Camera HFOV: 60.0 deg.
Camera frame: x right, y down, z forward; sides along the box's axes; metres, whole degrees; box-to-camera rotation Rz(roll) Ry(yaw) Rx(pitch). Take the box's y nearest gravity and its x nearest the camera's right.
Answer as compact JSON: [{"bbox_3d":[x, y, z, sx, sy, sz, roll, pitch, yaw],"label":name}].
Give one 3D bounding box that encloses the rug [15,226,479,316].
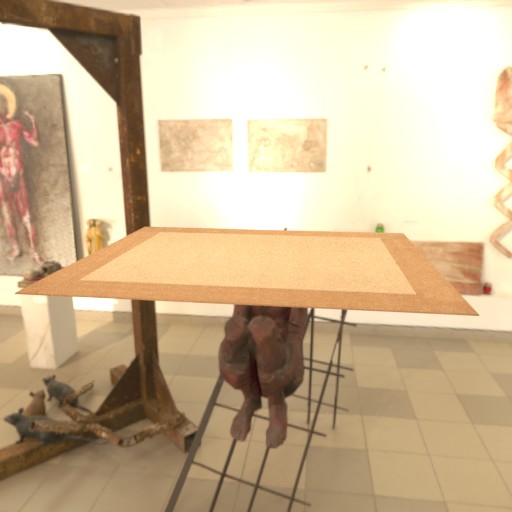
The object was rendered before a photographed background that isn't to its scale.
[{"bbox_3d":[0.000,0.000,4.043,3.048,0.014,2.438,2,15,7],"label":"rug"}]
